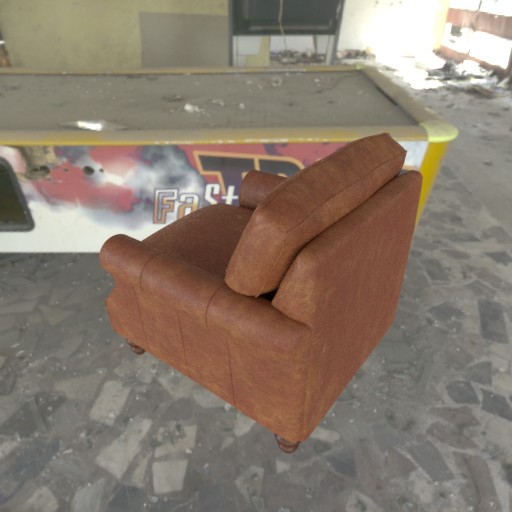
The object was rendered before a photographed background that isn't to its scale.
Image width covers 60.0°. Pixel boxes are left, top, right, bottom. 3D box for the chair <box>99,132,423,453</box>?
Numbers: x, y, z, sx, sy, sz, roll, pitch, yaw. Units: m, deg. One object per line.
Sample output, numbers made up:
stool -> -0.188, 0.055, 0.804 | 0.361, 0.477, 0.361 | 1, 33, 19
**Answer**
chair -> 0.000, 0.000, 1.784 | 0.986, 0.962, 0.983 | 22, 38, 31
